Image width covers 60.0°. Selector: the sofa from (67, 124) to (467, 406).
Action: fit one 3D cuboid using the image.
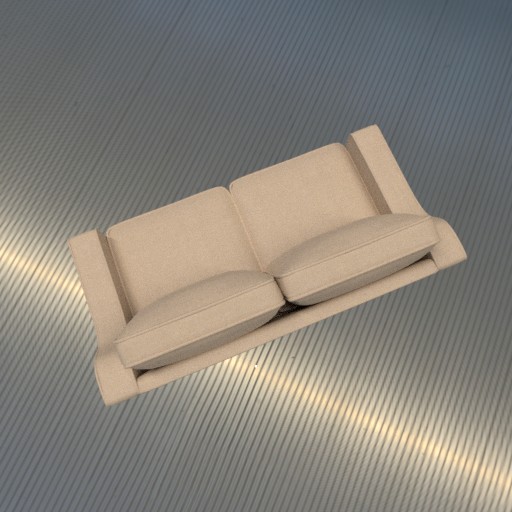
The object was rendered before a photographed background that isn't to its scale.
[{"bbox_3d":[0.000,0.000,3.513,2.587,1.562,1.351,-21,77,-5],"label":"sofa"}]
